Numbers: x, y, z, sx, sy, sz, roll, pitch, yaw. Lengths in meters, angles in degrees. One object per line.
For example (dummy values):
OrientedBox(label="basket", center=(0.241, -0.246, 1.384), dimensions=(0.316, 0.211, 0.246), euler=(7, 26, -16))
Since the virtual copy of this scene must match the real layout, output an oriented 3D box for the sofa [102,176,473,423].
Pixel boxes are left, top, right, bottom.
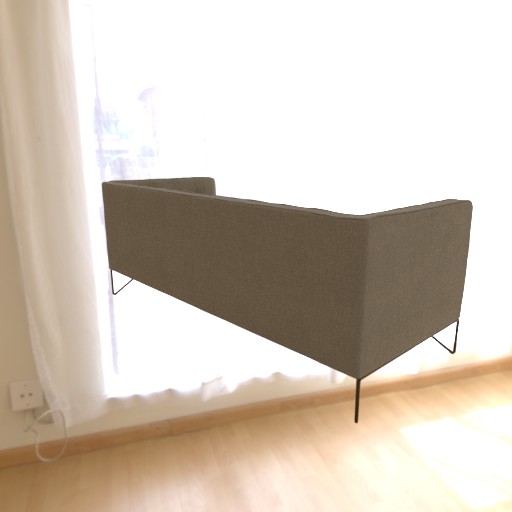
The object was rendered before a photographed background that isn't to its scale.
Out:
OrientedBox(label="sofa", center=(0.000, 0.000, 2.596), dimensions=(0.912, 0.798, 2.079), euler=(-13, 19, -41))
